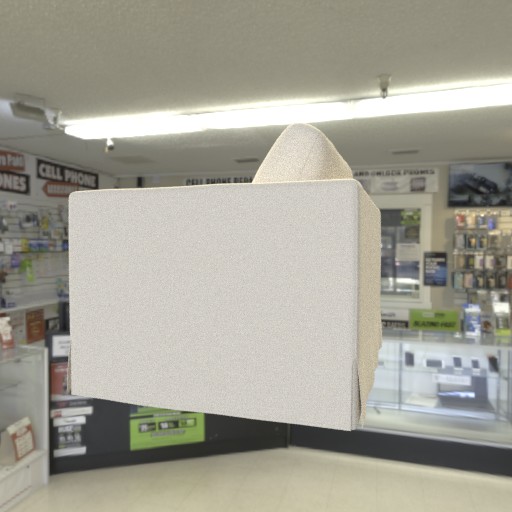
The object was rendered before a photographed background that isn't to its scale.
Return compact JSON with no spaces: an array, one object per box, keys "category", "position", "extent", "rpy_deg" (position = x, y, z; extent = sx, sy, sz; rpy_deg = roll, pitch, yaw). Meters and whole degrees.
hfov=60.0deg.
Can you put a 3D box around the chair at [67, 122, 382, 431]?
[{"category":"chair","position":[0.000,0.000,1.815],"extent":[0.957,0.878,1.150],"rpy_deg":[0,1,18]}]
